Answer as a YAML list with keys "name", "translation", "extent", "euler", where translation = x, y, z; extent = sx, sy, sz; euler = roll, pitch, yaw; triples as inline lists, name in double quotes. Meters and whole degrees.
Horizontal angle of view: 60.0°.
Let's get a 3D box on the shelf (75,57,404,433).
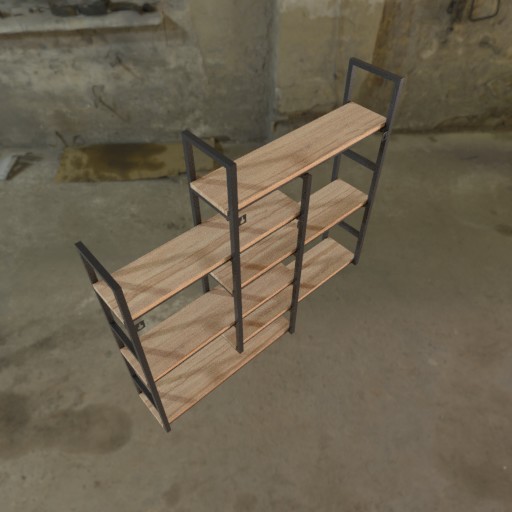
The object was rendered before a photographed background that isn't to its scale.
- name: "shelf"
  translation: [0.000, 0.000, 1.395]
  extent: [0.946, 0.921, 0.183]
  euler: [-33, 55, -27]
